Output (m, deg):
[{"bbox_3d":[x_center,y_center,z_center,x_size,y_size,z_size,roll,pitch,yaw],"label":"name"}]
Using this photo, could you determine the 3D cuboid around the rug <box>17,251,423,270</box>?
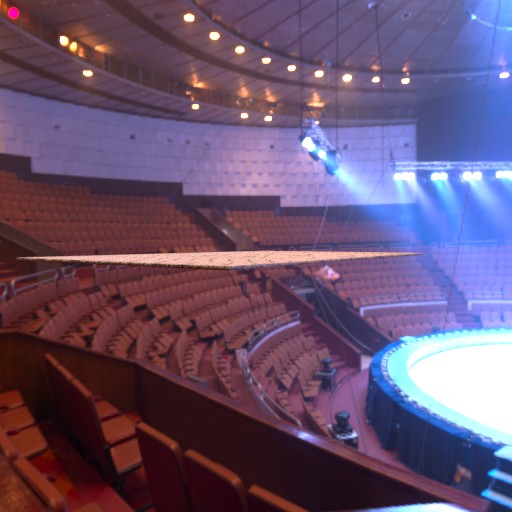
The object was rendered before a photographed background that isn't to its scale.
[{"bbox_3d":[0.000,0.000,2.996,1.524,0.015,2.439,1,2,36],"label":"rug"}]
